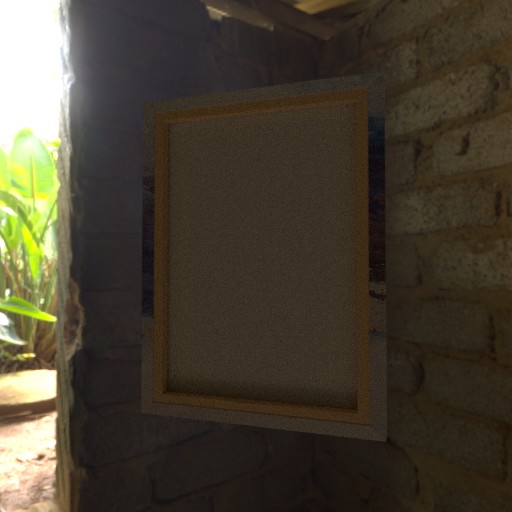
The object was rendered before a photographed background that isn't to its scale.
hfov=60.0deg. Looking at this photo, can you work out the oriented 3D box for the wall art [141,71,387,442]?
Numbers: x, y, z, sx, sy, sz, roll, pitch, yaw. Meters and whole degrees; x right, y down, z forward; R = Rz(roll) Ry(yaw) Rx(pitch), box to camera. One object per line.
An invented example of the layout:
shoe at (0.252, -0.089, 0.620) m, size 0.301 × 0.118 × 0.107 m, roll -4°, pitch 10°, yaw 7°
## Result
wall art at (0.000, 0.000, 0.779) m, size 0.437 × 0.581 × 0.036 m, roll 0°, pitch -1°, yaw 18°
